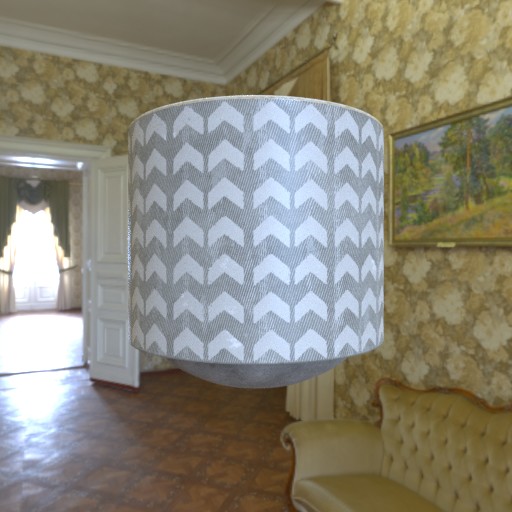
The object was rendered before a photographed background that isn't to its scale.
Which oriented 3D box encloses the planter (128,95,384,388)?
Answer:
[{"bbox_3d":[0.000,0.000,0.452,0.250,0.239,0.250,0,0,0],"label":"planter"}]
